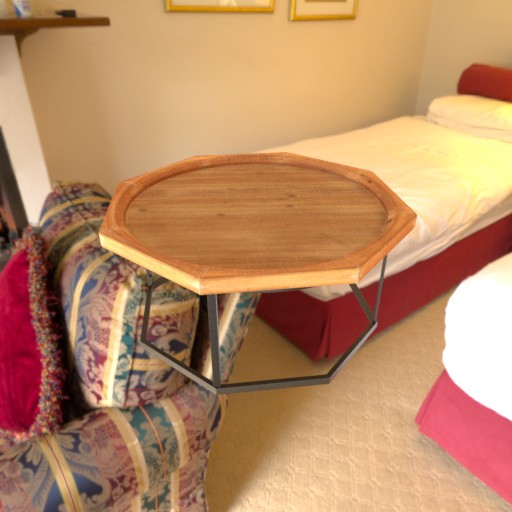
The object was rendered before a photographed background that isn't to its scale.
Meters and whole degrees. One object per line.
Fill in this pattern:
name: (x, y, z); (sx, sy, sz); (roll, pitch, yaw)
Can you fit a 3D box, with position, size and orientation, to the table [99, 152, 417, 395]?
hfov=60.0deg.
table: (0.000, 0.000, 1.551); (1.002, 0.444, 1.002); (0, 30, 0)
